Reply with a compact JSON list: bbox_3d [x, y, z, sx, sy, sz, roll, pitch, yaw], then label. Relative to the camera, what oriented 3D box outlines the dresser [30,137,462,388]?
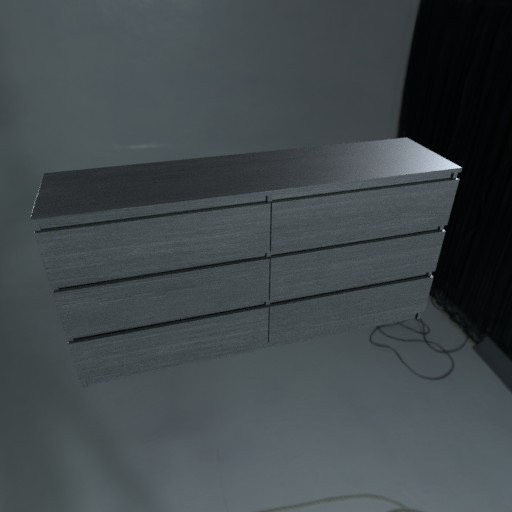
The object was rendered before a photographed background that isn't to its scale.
[{"bbox_3d":[0.000,0.000,1.949,1.590,0.795,0.400,-9,34,-14],"label":"dresser"}]
